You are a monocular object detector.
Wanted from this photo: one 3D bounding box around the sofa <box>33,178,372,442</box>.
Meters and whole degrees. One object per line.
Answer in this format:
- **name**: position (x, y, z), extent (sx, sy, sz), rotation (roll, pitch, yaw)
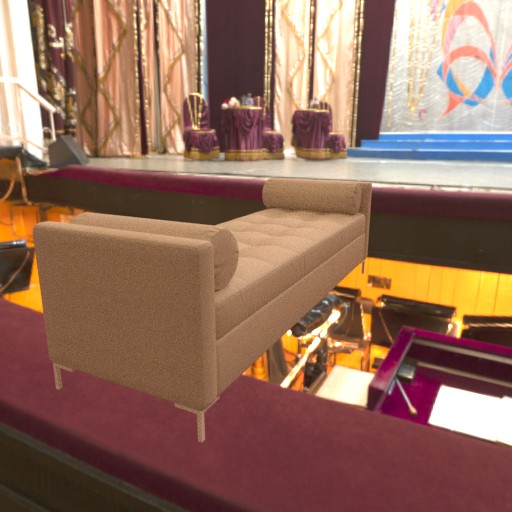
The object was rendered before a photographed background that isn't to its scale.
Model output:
- **sofa**: position (0.000, 0.000, 2.261), extent (0.686, 0.635, 1.981), rotation (8, 17, 26)
